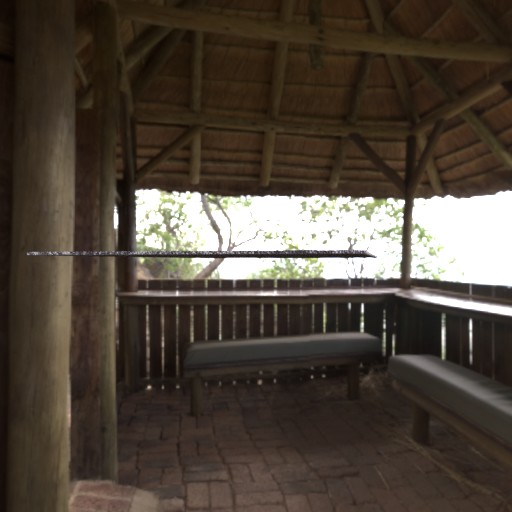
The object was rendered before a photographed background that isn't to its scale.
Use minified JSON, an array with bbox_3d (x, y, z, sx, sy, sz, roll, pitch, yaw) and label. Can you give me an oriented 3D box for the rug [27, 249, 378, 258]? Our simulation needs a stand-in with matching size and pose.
[{"bbox_3d":[0.000,0.000,2.283,1.186,0.012,1.814,0,-1,16],"label":"rug"}]
